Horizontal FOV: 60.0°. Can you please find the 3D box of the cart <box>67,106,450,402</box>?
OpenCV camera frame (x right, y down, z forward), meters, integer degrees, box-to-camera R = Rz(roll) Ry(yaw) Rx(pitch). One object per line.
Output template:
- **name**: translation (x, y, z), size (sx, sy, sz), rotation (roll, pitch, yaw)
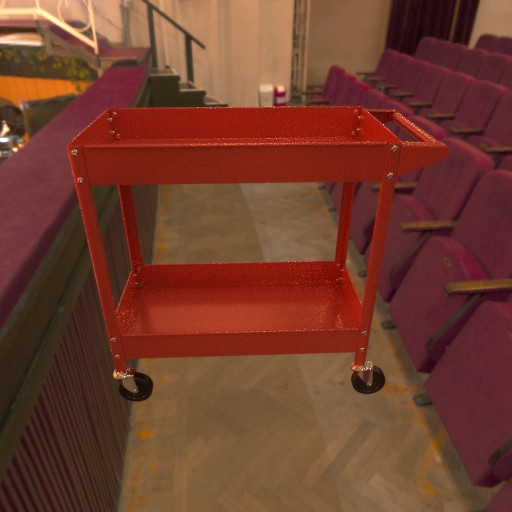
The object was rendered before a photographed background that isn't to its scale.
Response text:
- **cart**: translation (0.000, 0.000, 1.209), size (0.779, 0.719, 0.366), rotation (-1, 30, -2)
